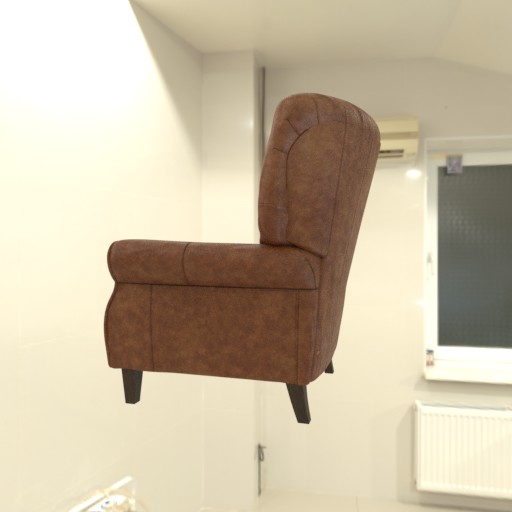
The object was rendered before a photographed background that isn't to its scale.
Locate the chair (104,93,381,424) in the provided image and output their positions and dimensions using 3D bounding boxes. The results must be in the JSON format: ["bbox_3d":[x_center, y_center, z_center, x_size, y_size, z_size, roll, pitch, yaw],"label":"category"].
[{"bbox_3d":[0.000,0.000,1.957,1.059,1.164,0.951,0,1,17],"label":"chair"}]
